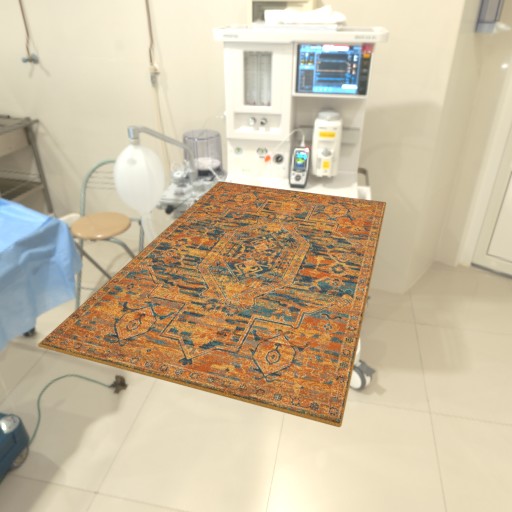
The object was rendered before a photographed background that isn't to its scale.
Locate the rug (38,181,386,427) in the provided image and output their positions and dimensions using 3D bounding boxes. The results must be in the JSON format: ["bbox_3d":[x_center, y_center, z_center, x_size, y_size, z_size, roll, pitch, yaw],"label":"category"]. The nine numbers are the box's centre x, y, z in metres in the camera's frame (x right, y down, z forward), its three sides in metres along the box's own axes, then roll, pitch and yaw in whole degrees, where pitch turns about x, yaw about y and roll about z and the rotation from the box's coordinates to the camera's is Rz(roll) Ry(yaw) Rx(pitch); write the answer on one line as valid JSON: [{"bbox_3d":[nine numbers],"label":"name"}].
[{"bbox_3d":[0.000,0.000,1.088,0.557,0.008,0.863,10,32,16],"label":"rug"}]
